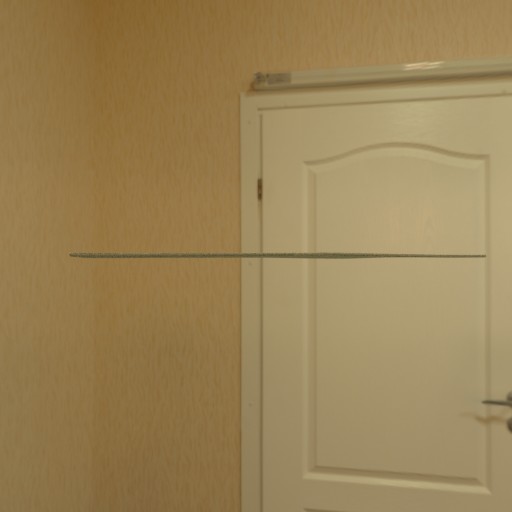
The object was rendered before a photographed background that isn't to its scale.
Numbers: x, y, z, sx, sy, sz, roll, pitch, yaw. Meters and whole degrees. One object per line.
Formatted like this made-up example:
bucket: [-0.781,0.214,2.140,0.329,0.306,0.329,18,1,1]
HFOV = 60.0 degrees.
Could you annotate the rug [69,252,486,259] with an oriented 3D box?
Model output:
rug: [0.000,0.000,4.333,3.237,0.046,2.461,0,-1,-19]
